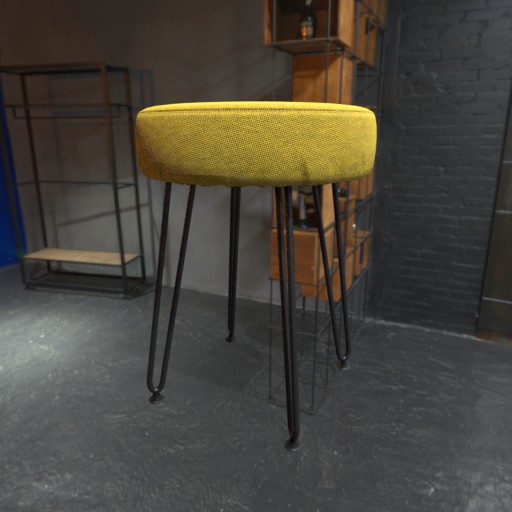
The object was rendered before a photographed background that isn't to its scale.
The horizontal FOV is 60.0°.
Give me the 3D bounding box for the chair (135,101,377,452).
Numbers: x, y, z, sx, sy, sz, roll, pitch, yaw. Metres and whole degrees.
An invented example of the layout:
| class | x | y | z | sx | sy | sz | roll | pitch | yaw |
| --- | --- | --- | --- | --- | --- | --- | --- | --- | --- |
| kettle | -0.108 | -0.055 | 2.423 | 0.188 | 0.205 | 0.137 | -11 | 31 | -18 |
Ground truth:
| class | x | y | z | sx | sy | sz | roll | pitch | yaw |
| --- | --- | --- | --- | --- | --- | --- | --- | --- | --- |
| chair | 0.000 | 0.000 | 0.705 | 0.345 | 0.455 | 0.345 | 8 | 18 | 26 |
